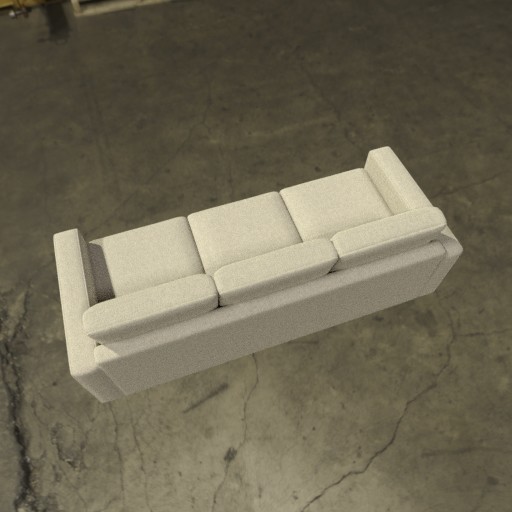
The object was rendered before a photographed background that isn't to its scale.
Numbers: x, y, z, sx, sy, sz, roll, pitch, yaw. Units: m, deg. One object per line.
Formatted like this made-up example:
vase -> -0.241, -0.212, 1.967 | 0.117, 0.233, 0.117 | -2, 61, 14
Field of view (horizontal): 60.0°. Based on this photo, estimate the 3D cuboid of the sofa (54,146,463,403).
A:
sofa -> 0.000, 0.000, 2.620 | 2.160, 0.800, 0.900 | -16, 59, -10
